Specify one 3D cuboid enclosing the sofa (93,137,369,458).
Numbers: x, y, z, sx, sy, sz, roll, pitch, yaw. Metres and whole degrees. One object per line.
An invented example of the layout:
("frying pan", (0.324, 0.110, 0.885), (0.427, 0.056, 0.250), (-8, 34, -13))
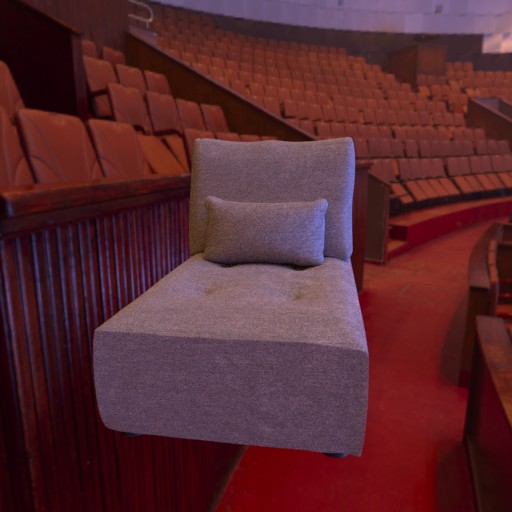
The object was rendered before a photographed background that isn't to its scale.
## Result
("sofa", (0.000, 0.000, 1.535), (0.700, 0.820, 1.000), (2, 13, 9))
